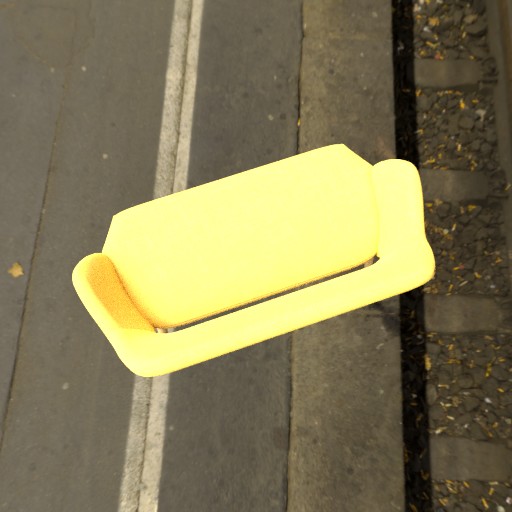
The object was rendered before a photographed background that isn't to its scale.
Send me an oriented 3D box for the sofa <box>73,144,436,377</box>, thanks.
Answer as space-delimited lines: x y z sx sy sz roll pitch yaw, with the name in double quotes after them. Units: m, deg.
0.000 0.000 1.595 1.150 0.840 0.610 -18 78 -4 "sofa"
